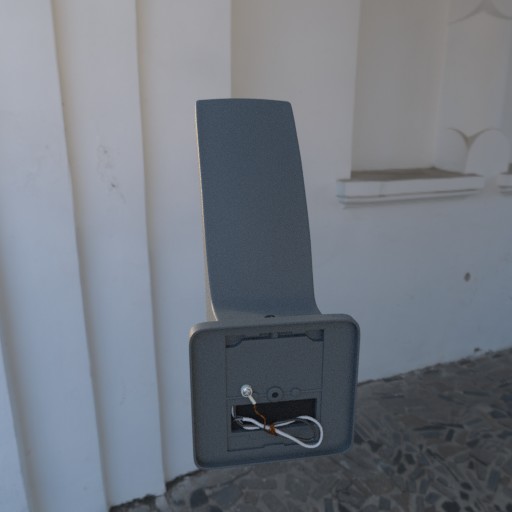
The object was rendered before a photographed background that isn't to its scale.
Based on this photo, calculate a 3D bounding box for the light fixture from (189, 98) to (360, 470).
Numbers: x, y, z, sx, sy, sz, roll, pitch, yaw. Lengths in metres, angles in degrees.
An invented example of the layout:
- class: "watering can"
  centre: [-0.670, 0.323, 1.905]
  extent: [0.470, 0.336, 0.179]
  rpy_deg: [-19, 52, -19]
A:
- class: "light fixture"
  centre: [0.000, 0.000, 0.344]
  extent: [0.108, 0.243, 0.174]
  rpy_deg: [-2, 15, -9]
